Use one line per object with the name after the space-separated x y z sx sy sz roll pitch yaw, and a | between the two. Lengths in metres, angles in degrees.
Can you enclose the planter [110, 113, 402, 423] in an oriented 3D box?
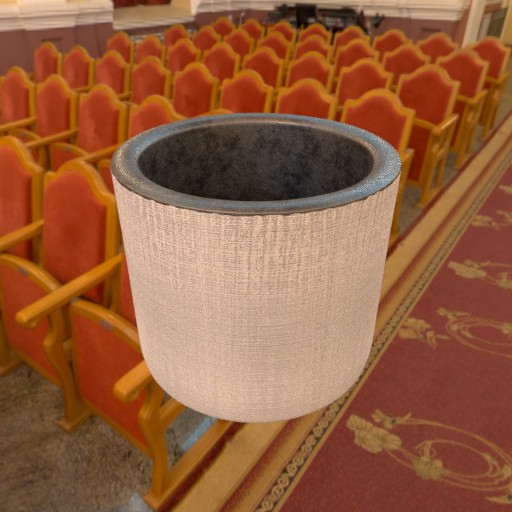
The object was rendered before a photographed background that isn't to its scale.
0.000 0.000 0.223 0.125 0.112 0.125 0 32 0 | planter
